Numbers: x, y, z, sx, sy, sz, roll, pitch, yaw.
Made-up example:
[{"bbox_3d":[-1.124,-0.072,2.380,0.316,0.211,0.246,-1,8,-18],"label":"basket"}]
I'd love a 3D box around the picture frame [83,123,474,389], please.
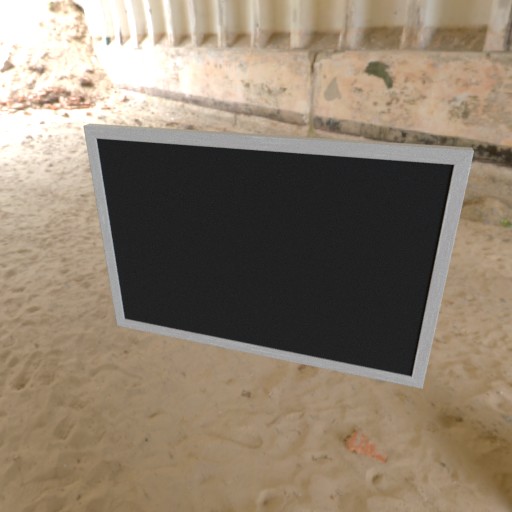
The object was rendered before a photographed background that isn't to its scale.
[{"bbox_3d":[0.000,0.000,1.195,0.950,0.640,0.029,8,27,16],"label":"picture frame"}]
